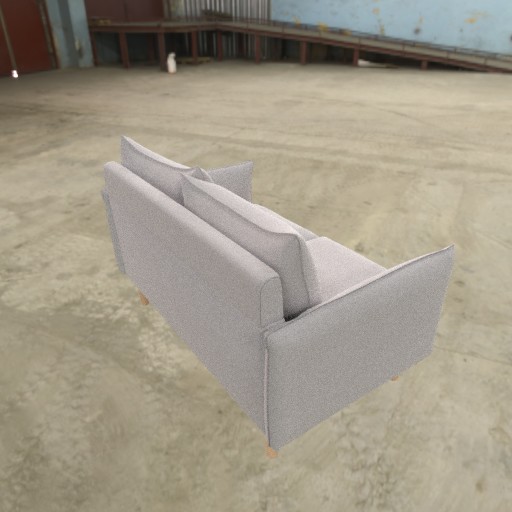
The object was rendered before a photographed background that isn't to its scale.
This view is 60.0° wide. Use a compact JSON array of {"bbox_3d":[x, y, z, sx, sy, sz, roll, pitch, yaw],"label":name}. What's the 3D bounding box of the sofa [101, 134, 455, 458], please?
[{"bbox_3d":[0.000,0.000,1.821,0.820,0.840,1.300,-19,34,-30],"label":"sofa"}]
